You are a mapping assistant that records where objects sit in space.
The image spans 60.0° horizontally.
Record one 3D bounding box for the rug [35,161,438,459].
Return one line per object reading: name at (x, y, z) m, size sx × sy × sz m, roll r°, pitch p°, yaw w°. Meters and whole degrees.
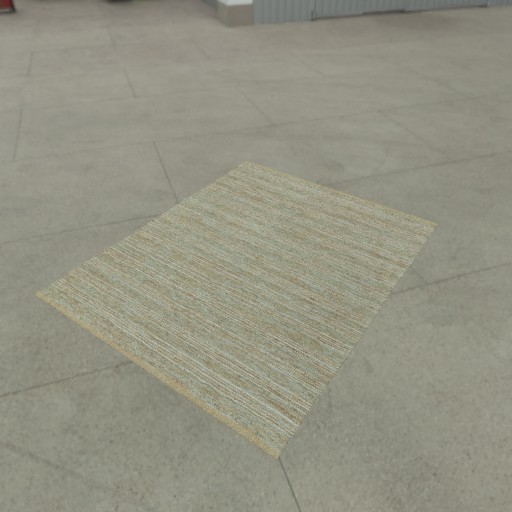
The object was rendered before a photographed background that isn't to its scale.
rug at (0.000, 0.000, 4.168) m, size 2.471 × 0.012 × 3.034 m, roll 24°, pitch 45°, yaw 27°
